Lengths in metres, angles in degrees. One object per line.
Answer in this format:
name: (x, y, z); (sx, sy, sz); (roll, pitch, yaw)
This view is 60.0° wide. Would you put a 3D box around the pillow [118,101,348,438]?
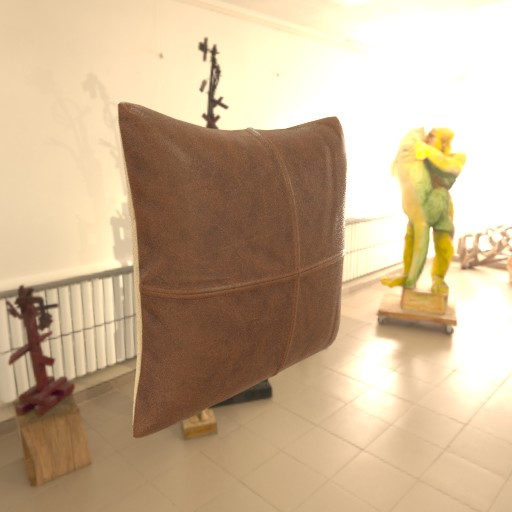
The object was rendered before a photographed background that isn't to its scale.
pillow: (0.000, 0.000, 0.741); (0.192, 0.470, 0.484); (13, 19, 43)
